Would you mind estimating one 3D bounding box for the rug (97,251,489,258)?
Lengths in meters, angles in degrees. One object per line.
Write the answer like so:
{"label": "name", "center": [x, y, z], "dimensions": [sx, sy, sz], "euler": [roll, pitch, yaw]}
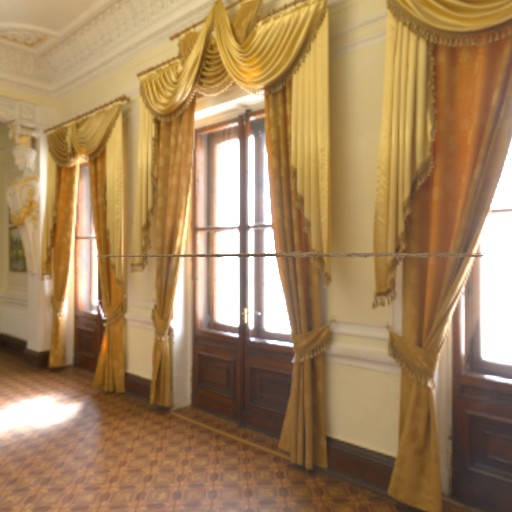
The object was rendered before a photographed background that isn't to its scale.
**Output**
{"label": "rug", "center": [0.000, 0.000, 3.129], "dimensions": [1.528, 0.034, 2.523], "euler": [0, 0, -35]}
